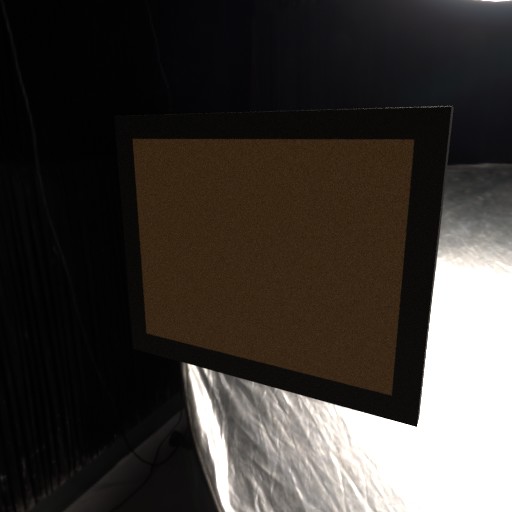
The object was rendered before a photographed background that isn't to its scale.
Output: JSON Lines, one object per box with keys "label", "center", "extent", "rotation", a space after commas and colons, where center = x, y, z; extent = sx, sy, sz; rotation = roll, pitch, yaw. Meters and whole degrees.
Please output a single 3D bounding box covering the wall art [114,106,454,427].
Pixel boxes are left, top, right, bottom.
{"label": "wall art", "center": [0.000, 0.000, 0.744], "extent": [0.561, 0.460, 0.028], "rotation": [8, 17, 26]}
